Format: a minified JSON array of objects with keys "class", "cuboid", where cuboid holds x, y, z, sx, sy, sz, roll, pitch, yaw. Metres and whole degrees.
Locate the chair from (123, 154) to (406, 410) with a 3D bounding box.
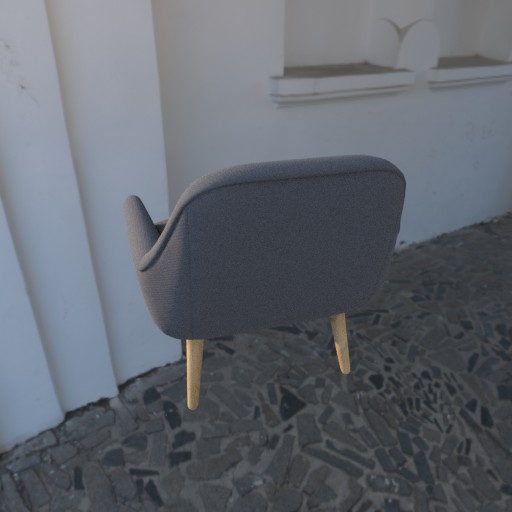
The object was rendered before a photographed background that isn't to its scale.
[{"class":"chair","cuboid":[0.000,0.000,1.426,0.770,0.800,0.779,-8,28,-16]}]
